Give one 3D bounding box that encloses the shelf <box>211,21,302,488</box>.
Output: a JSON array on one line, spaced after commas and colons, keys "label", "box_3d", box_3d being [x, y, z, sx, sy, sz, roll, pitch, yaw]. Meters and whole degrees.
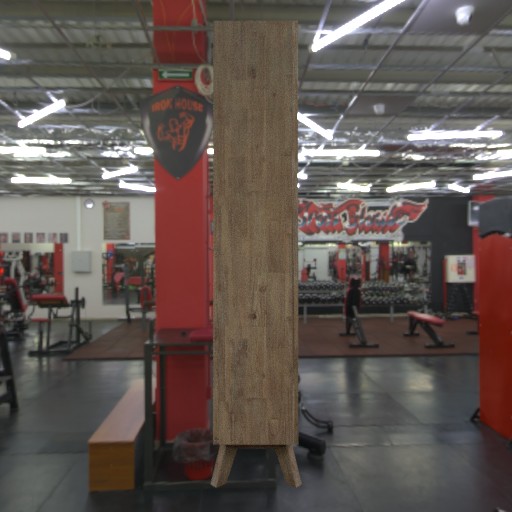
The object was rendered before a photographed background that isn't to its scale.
[{"label": "shelf", "box_3d": [0.000, 0.000, 1.507, 0.267, 1.342, 0.491, 0, 0, 0]}]
